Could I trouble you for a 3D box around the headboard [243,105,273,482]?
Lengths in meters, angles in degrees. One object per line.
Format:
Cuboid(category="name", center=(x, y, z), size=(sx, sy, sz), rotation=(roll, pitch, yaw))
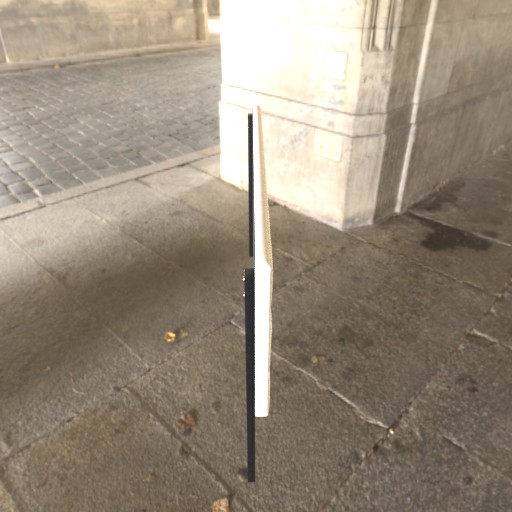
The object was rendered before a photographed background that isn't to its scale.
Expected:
Cuboid(category="headboard", center=(0.000, 0.000, 2.973), size=(0.120, 1.410, 2.362), rotation=(0, 32, 0))
